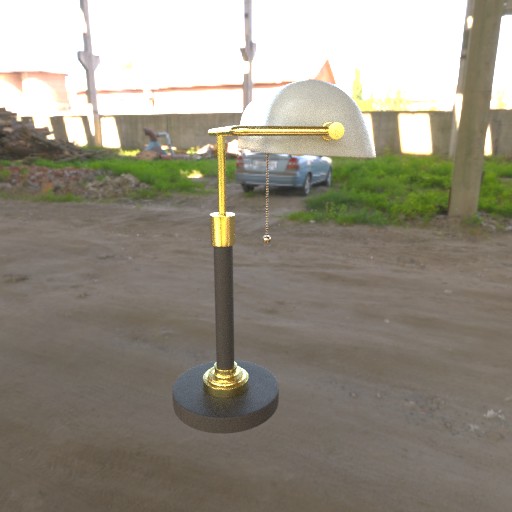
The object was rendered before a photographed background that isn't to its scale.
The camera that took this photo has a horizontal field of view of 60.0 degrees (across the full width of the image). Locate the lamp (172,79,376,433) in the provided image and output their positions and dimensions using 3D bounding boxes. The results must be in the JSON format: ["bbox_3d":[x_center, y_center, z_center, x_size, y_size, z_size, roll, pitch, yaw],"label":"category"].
[{"bbox_3d":[0.000,0.000,0.562,0.227,0.404,0.269,-3,15,-10],"label":"lamp"}]
